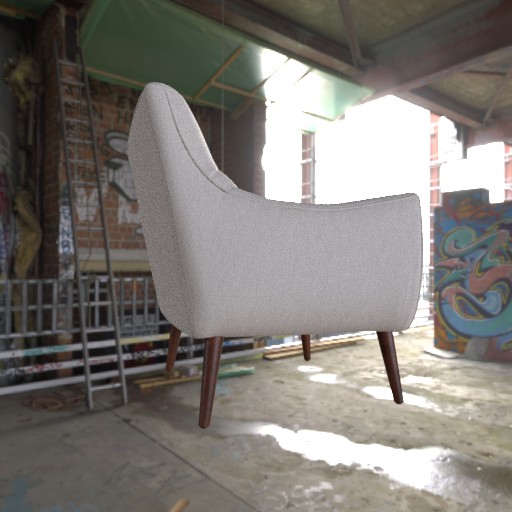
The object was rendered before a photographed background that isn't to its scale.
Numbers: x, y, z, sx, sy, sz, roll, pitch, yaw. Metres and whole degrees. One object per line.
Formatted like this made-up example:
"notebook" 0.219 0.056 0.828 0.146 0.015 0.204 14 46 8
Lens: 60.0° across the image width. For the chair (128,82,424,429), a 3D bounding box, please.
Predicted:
"chair" 0.000 0.000 1.429 0.787 0.838 0.762 0 -1 -19
